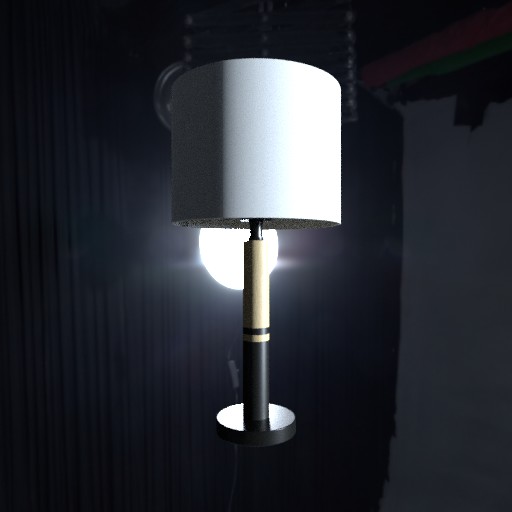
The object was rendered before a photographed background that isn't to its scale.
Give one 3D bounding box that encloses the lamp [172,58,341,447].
[{"bbox_3d":[0.000,0.000,0.814,0.305,0.640,0.305,0,0,-37],"label":"lamp"}]
